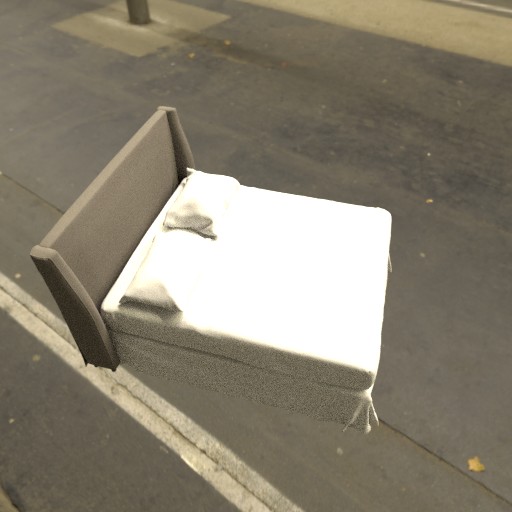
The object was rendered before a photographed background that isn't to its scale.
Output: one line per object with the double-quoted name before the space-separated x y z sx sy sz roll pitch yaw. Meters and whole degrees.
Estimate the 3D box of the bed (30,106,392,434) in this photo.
"bed" 0.000 0.000 3.487 2.276 1.332 1.925 11 47 11
